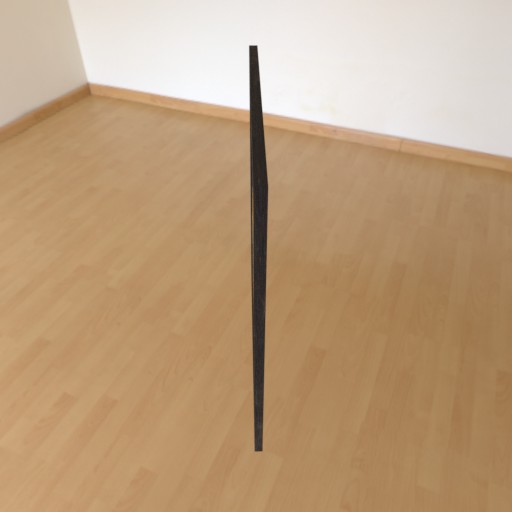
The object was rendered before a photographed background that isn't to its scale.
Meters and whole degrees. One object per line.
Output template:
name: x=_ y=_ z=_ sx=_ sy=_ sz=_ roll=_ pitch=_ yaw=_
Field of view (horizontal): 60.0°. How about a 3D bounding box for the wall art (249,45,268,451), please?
wall art: x=0.000 y=0.000 z=1.460 sx=0.029 sy=1.066 sz=0.812 roll=-1 pitch=42 yaw=-1
